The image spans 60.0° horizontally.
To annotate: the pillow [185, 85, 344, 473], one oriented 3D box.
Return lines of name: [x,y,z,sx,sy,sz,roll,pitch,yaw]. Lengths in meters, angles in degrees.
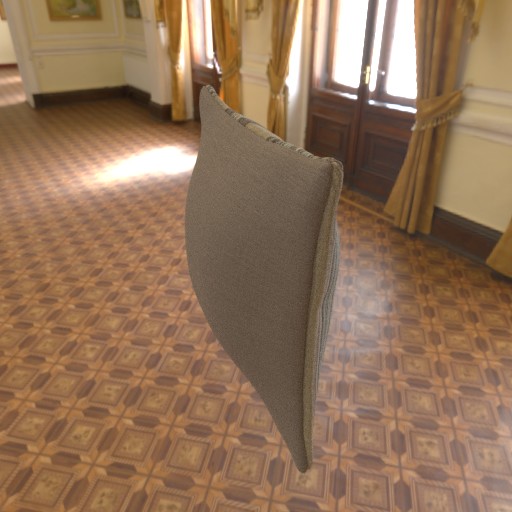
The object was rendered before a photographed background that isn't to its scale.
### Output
pillow: [0.000,0.000,0.651,0.189,0.416,0.435,-10,31,-18]
